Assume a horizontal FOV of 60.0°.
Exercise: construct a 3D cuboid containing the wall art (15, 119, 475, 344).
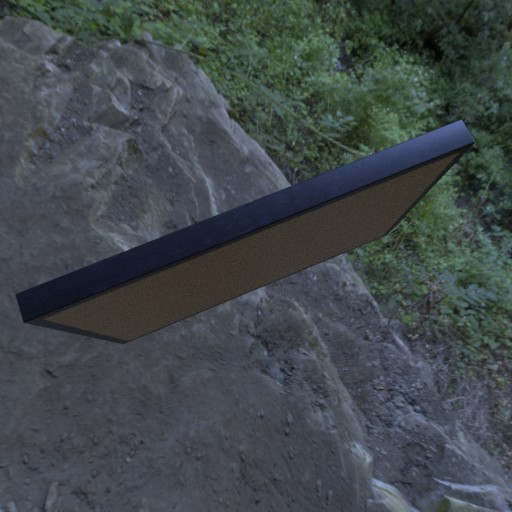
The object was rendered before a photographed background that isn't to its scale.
[{"bbox_3d":[0.000,0.000,0.751,0.610,0.409,0.038,-22,76,-6],"label":"wall art"}]
